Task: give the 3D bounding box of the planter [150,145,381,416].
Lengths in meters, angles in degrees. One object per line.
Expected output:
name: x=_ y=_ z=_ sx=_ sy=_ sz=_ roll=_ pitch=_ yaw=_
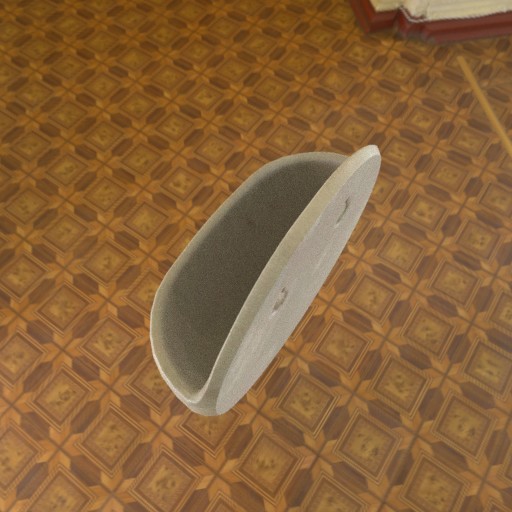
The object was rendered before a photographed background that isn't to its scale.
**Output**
planter: x=0.000 y=0.000 z=0.275 sx=0.073 sy=0.164 sz=0.190 roll=31 pitch=67 yaw=15
